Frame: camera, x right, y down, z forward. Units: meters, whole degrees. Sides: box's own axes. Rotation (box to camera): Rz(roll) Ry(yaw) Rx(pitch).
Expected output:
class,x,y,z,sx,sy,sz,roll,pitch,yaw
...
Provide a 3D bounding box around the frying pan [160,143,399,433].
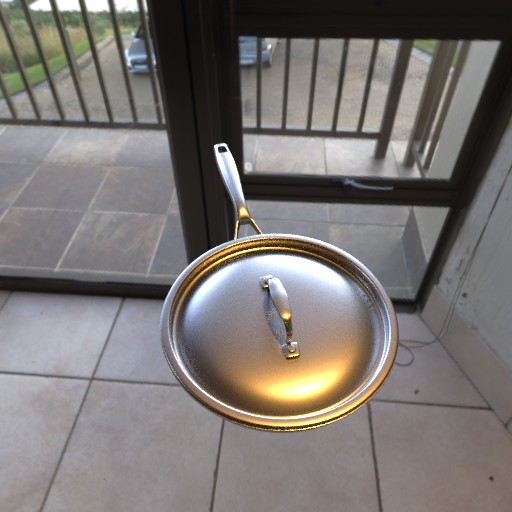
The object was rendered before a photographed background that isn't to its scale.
class,x,y,z,sx,sy,sz,roll,pitch,yaw
frying pan,0.000,0.000,0.594,0.272,0.086,0.490,-10,46,-10
